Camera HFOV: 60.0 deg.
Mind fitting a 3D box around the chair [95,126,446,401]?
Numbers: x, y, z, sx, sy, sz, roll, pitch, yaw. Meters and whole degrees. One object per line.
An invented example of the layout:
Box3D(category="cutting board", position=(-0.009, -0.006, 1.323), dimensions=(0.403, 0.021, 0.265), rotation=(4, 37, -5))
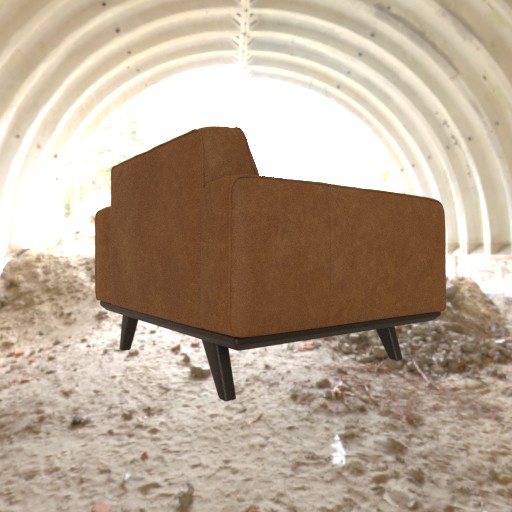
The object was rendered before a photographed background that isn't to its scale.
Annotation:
Box3D(category="chair", position=(0.000, 0.000, 1.761), dimensions=(0.952, 0.782, 1.118), rotation=(0, 0, -37))
